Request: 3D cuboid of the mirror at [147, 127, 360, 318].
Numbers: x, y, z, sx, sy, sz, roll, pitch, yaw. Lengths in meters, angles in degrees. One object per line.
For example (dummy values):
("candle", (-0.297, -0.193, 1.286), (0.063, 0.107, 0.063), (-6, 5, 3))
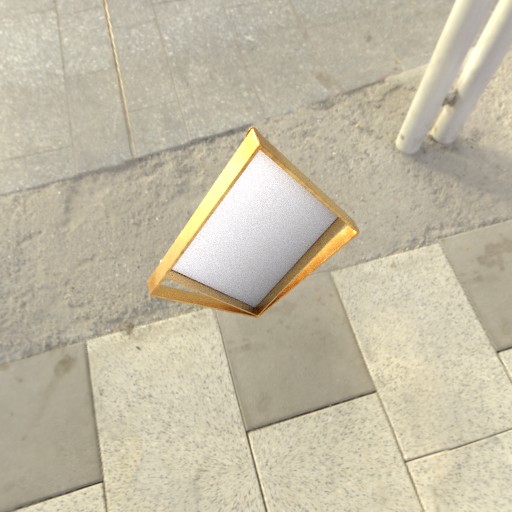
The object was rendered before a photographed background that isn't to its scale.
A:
("mirror", (0.000, 0.000, 0.847), (0.419, 0.679, 0.032), (-17, 65, -8))
